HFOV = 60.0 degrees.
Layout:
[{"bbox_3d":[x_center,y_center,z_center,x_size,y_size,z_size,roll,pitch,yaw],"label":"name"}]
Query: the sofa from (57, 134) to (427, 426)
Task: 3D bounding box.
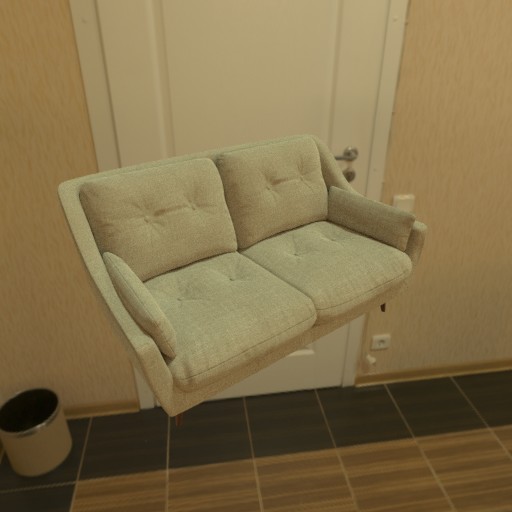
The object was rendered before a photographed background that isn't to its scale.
[{"bbox_3d":[0.000,0.000,2.251,1.652,0.888,0.965,-20,34,-32],"label":"sofa"}]
